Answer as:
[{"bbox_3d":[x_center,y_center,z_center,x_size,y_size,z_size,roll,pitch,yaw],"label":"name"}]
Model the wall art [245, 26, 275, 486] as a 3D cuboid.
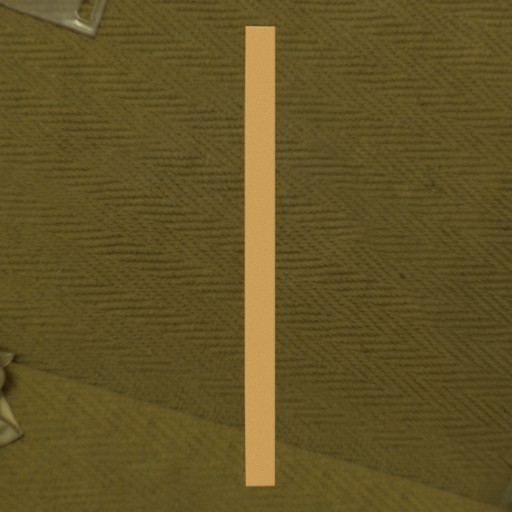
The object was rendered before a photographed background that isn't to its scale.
[{"bbox_3d":[0.000,0.000,0.791,0.039,0.407,0.609,0,91,-2],"label":"wall art"}]
